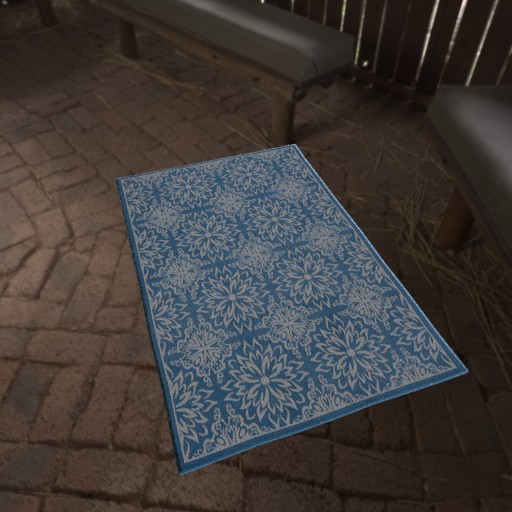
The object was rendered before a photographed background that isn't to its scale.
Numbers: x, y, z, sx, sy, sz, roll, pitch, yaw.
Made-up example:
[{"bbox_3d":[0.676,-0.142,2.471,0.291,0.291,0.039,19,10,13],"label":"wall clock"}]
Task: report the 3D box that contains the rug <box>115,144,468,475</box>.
[{"bbox_3d":[0.000,0.000,3.452,1.830,0.018,2.769,-14,47,-13],"label":"rug"}]
